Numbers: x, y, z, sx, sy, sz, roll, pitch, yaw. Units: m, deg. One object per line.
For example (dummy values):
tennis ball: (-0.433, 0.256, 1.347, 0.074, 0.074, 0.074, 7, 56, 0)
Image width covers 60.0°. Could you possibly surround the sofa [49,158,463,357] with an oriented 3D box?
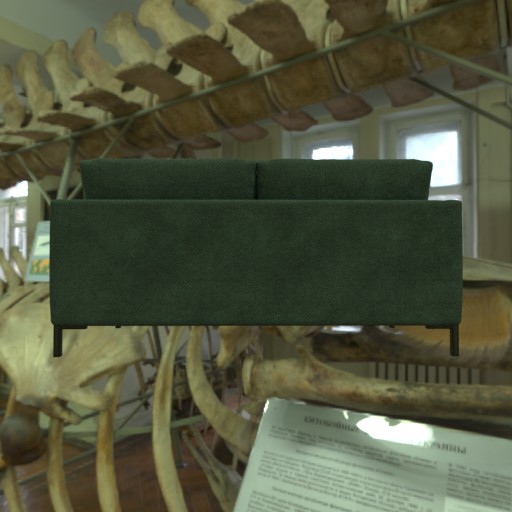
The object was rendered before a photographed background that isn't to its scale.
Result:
sofa: (0.000, 0.000, 2.185, 1.676, 0.817, 0.875, 0, -1, -1)
